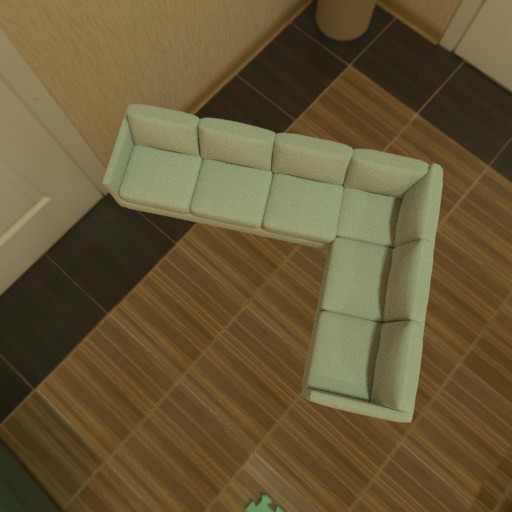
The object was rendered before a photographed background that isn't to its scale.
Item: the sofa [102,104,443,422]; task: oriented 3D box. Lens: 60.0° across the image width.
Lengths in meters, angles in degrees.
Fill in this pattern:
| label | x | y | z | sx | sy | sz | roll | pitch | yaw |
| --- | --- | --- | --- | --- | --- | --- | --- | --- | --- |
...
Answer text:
| label | x | y | z | sx | sy | sz | roll | pitch | yaw |
| --- | --- | --- | --- | --- | --- | --- | --- | --- | --- |
| sofa | 0.000 | 0.000 | 4.455 | 3.333 | 0.934 | 2.522 | 12 | 76 | 3 |
